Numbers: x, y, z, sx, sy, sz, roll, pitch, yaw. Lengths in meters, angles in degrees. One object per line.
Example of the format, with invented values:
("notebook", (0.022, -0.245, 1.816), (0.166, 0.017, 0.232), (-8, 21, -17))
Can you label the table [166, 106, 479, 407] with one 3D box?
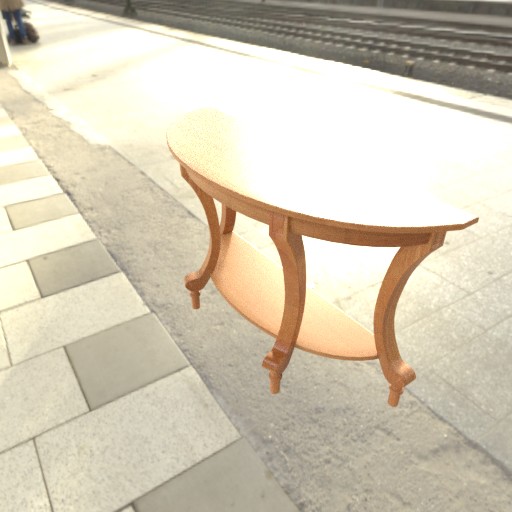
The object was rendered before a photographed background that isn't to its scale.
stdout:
("table", (0.000, 0.000, 1.509), (0.394, 0.692, 1.198), (-21, 38, -29))
